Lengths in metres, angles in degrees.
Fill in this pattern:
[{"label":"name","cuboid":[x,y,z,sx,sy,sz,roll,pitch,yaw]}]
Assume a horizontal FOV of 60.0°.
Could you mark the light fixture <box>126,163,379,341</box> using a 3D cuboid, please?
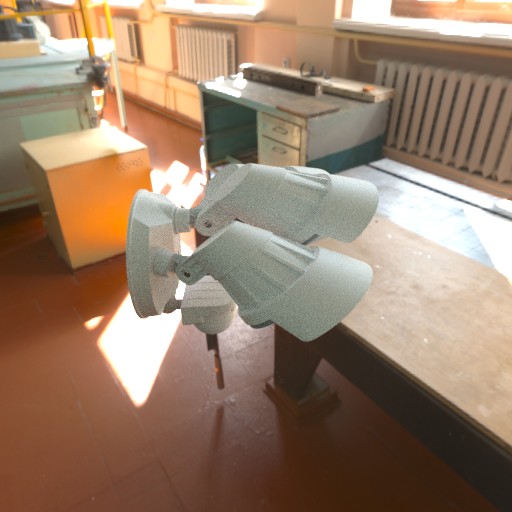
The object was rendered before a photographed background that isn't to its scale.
[{"label":"light fixture","cuboid":[0.000,0.000,0.555,0.278,0.237,0.369,0,32,-1]}]
